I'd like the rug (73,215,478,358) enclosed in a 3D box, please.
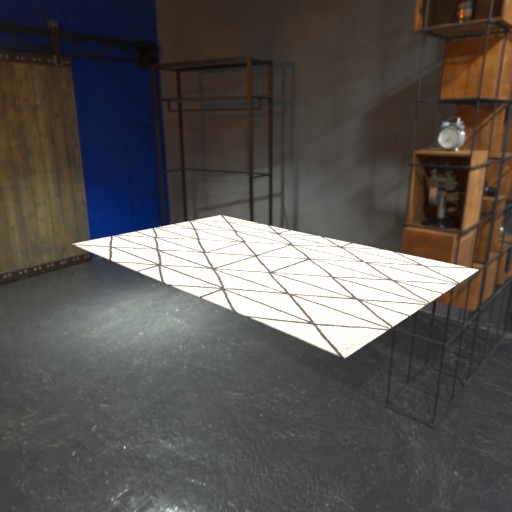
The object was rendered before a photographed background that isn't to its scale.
[{"bbox_3d":[0.000,0.000,3.115,2.465,0.008,1.526,16,23,42],"label":"rug"}]
